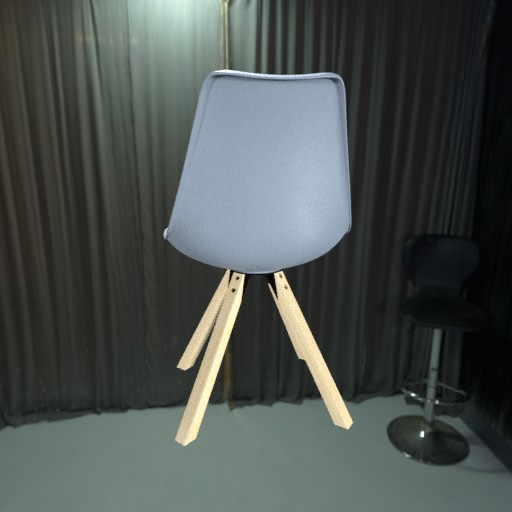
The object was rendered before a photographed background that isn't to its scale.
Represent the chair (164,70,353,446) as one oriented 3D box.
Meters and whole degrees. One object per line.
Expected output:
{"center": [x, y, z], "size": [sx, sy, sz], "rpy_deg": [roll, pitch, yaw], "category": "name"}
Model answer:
{"center": [0.000, 0.000, 1.190], "size": [0.485, 0.850, 0.549], "rpy_deg": [-2, 14, -9], "category": "chair"}
